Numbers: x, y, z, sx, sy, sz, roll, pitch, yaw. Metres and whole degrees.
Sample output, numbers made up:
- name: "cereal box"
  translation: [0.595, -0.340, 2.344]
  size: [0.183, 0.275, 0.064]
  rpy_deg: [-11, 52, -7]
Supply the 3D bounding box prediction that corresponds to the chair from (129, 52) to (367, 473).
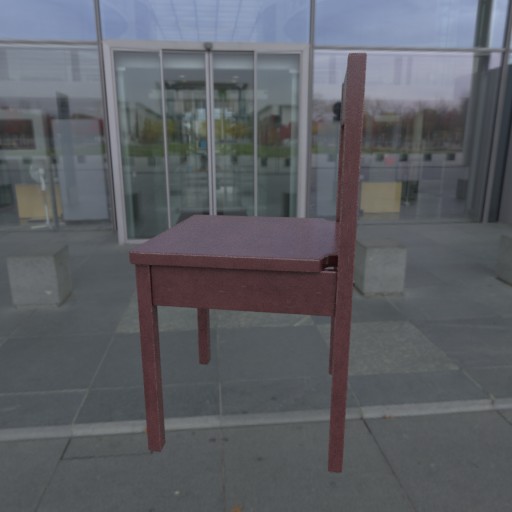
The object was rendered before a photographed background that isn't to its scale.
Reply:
- name: "chair"
  translation: [0.000, 0.000, 0.871]
  size: [0.361, 0.668, 0.367]
  rpy_deg: [2, 15, 9]
